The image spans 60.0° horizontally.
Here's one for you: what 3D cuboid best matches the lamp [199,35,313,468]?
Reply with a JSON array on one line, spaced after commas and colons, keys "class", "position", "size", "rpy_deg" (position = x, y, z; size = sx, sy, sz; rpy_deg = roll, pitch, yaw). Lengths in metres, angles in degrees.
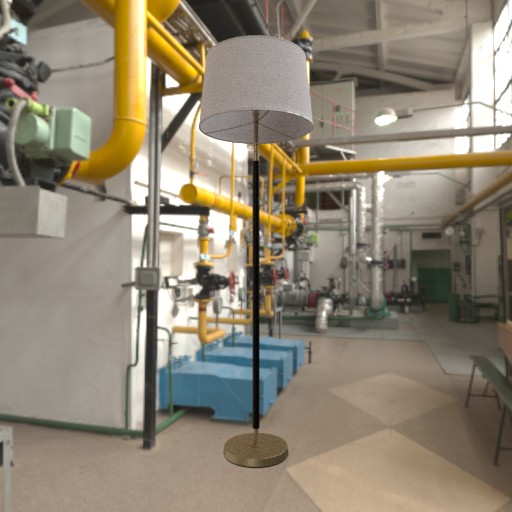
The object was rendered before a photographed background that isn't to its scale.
[{"class": "lamp", "position": [0.000, 0.000, 1.633], "size": [0.420, 1.447, 0.420], "rpy_deg": [0, -1, 0]}]
